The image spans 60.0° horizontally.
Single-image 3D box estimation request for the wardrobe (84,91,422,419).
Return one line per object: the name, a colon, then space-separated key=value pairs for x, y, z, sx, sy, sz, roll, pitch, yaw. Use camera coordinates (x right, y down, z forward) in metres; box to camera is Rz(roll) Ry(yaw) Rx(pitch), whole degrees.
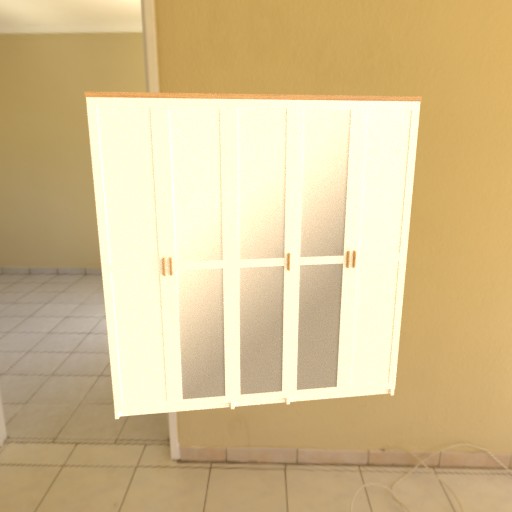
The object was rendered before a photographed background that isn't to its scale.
wardrobe: x=0.000 y=0.000 z=3.356 sx=2.160 sy=2.260 sz=0.590 roll=-2 pitch=15 yaw=-8
